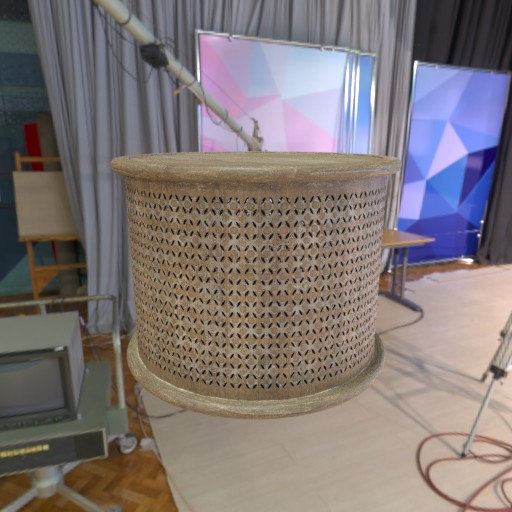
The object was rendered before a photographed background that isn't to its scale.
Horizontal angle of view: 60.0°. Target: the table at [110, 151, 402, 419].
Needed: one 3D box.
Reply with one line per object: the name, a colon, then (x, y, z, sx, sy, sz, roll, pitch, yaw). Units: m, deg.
table: (0.000, 0.000, 1.024, 0.607, 0.450, 0.607, 0, 15, 0)
